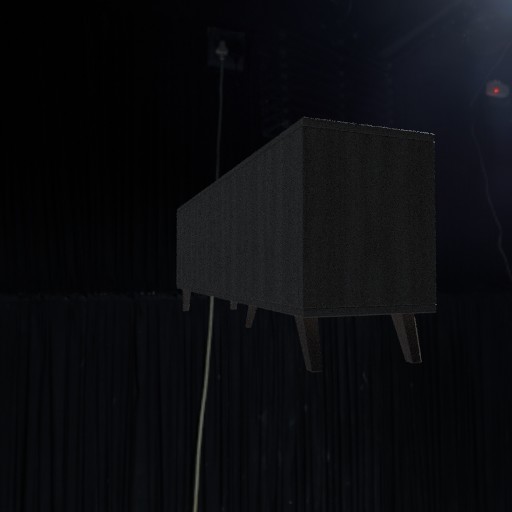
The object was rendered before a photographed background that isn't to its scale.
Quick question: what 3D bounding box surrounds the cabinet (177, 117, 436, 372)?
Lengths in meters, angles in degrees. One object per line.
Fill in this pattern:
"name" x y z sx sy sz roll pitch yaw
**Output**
"cabinet" 0.000 0.000 2.449 0.499 0.779 2.198 1 -2 -20
